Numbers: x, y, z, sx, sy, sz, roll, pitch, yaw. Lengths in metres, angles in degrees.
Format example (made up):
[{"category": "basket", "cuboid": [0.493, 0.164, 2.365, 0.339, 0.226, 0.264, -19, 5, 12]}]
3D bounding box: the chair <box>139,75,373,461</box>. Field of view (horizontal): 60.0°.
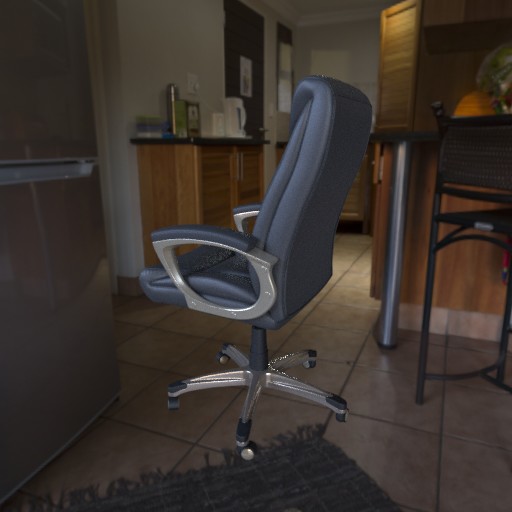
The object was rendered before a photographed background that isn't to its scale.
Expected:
[{"category": "chair", "cuboid": [0.000, 0.000, 1.641, 0.748, 1.188, 0.694, 7, 17, 25]}]
